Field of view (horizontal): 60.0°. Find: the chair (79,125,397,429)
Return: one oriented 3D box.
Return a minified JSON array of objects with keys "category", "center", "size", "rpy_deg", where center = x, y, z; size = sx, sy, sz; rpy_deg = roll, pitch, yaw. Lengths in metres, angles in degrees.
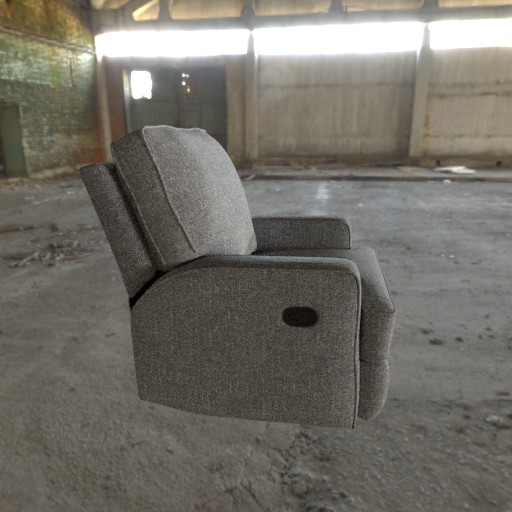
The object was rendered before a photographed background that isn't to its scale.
[{"category":"chair","center":[0.000,0.000,1.701],"size":[0.964,0.962,0.861],"rpy_deg":[3,16,9]}]
